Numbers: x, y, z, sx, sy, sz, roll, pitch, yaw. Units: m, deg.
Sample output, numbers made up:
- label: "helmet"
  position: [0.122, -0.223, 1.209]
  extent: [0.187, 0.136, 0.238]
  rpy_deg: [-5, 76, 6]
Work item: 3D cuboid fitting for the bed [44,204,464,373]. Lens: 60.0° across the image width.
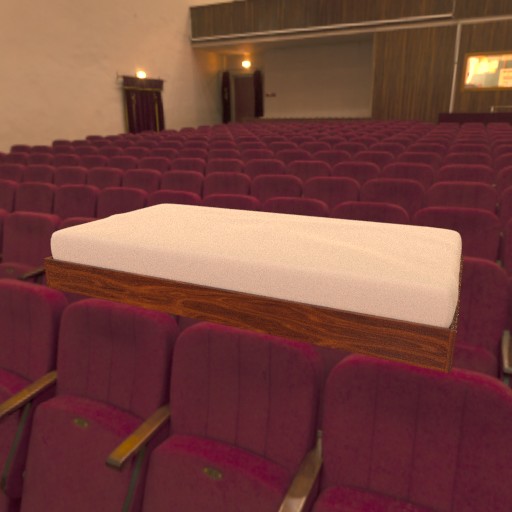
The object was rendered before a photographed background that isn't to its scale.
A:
- label: "bed"
  position: [0.000, 0.000, 2.198]
  extent: [1.860, 0.312, 0.940]
  rpy_deg: [8, 18, 24]
